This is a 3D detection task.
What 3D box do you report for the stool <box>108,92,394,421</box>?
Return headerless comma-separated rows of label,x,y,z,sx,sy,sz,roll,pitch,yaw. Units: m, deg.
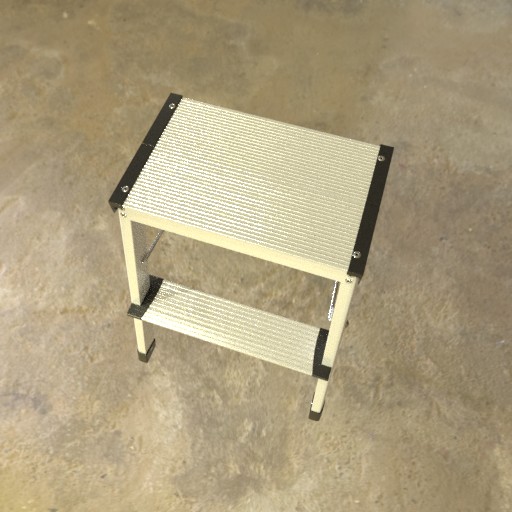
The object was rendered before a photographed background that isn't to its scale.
stool,0.000,0.000,0.798,0.404,0.480,0.405,16,64,8
